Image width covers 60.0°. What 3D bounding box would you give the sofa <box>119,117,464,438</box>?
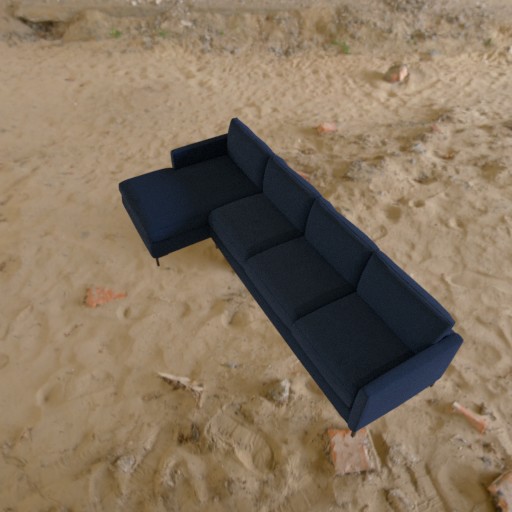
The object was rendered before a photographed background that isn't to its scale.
[{"bbox_3d":[0.000,0.000,2.938,1.128,0.679,2.450,-23,51,-20],"label":"sofa"}]
